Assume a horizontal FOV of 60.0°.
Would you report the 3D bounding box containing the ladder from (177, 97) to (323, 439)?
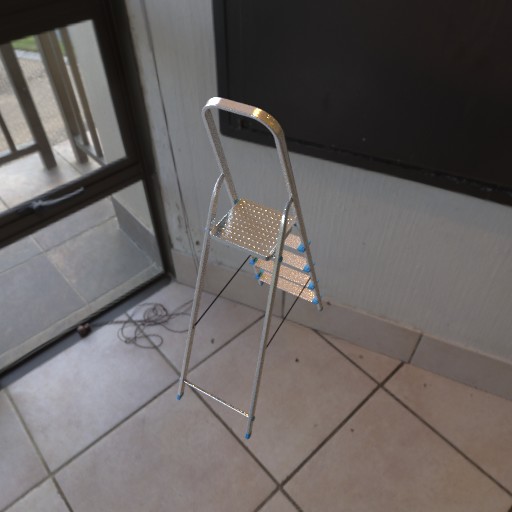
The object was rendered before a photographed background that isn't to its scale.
[{"bbox_3d":[0.000,0.000,2.101,0.468,1.648,0.990,22,50,20],"label":"ladder"}]
